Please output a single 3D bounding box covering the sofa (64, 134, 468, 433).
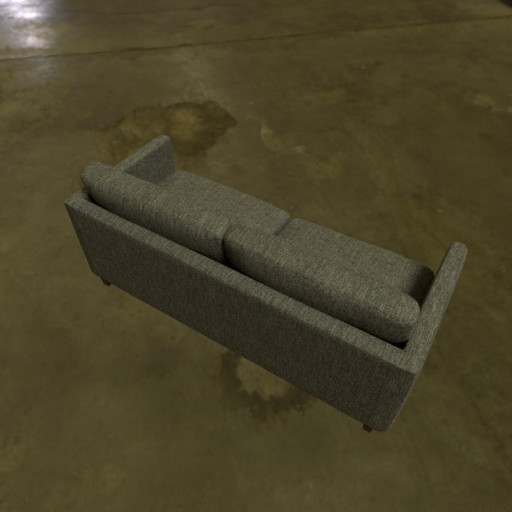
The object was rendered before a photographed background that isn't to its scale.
[{"bbox_3d":[0.000,0.000,2.742,2.208,0.960,0.948,24,51,22],"label":"sofa"}]
